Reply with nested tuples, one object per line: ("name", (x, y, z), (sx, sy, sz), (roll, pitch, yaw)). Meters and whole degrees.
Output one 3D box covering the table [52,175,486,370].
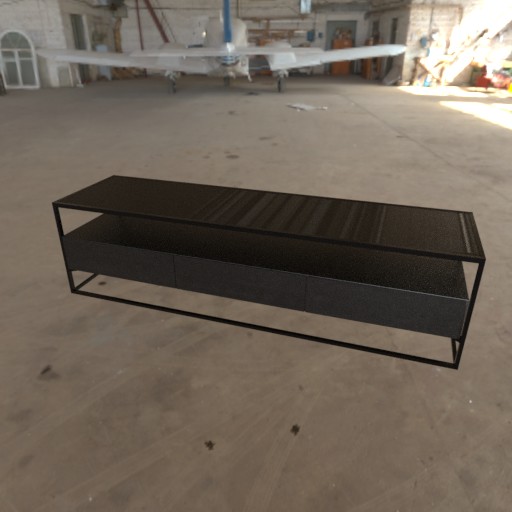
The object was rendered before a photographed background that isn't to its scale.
("table", (0.000, 0.000, 1.702), (1.486, 0.395, 0.399), (8, 27, 17))
